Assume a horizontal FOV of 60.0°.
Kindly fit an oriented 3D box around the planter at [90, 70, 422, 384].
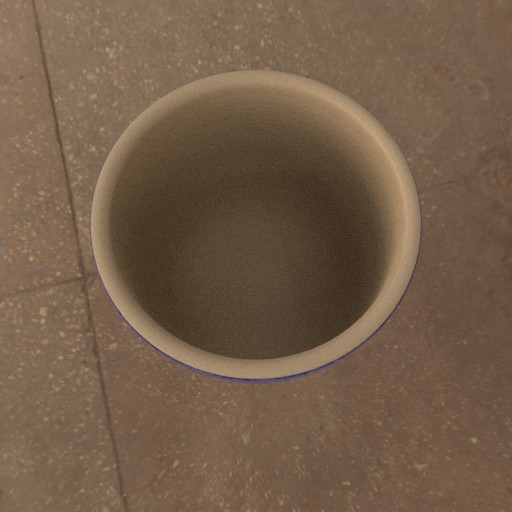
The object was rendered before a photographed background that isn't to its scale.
[{"bbox_3d":[0.000,0.000,0.197,0.109,0.112,0.109,0,74,0],"label":"planter"}]
